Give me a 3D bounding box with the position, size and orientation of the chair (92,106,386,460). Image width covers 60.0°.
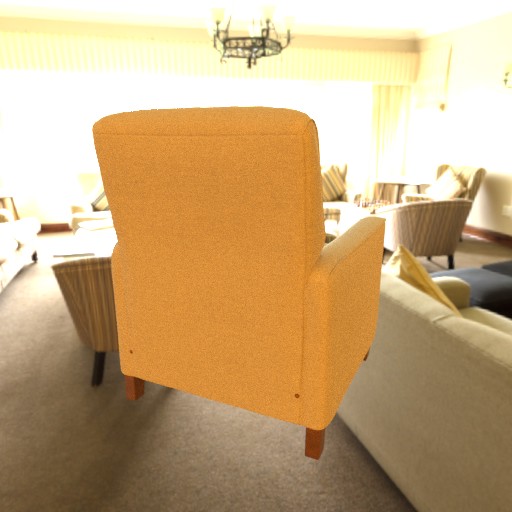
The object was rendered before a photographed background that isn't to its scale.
[{"bbox_3d":[0.000,0.000,1.653,0.841,1.023,0.858,7,17,24],"label":"chair"}]
